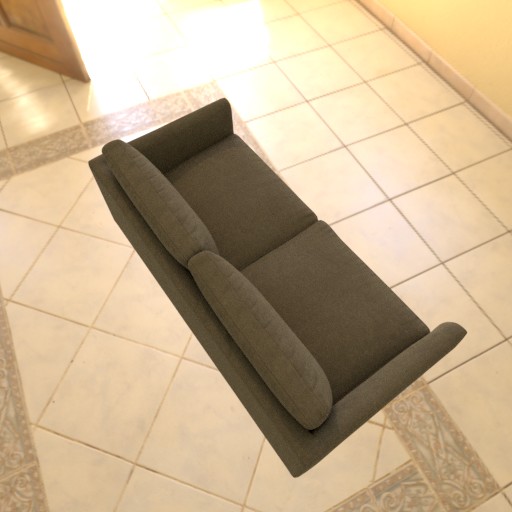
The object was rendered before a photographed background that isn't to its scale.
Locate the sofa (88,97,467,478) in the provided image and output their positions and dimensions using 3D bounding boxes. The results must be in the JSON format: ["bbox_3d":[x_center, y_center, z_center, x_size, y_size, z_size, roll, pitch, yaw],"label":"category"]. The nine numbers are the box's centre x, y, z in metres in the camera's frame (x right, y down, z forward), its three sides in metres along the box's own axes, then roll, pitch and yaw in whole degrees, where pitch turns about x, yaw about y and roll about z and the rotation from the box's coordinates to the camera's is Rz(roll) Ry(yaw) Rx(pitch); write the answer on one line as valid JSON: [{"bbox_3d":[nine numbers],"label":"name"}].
[{"bbox_3d":[0.000,0.000,2.756,1.092,0.838,2.257,-32,64,-18],"label":"sofa"}]
